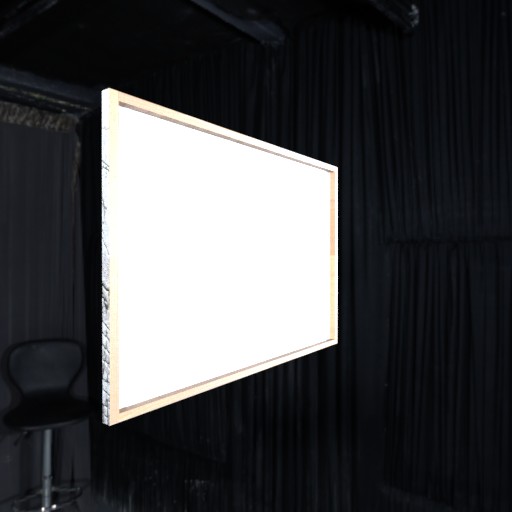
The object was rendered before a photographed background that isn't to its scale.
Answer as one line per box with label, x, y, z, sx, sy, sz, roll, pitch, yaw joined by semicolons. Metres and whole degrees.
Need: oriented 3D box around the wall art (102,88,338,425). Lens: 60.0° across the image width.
wall art;0.000;0.000;1.170;0.023;0.607;0.914;0;0;37
